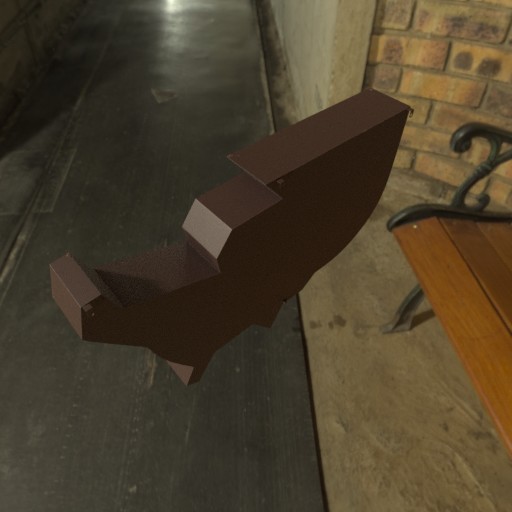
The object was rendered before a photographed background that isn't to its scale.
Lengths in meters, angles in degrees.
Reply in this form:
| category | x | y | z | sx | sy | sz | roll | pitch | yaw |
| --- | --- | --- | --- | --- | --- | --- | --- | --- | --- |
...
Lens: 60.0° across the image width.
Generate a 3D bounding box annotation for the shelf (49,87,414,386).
| category | x | y | z | sx | sy | sz | roll | pitch | yaw |
| --- | --- | --- | --- | --- | --- | --- | --- | --- | --- |
| shelf | 0.000 | 0.000 | 0.902 | 0.729 | 0.439 | 0.112 | -32 | 55 | -26 |
